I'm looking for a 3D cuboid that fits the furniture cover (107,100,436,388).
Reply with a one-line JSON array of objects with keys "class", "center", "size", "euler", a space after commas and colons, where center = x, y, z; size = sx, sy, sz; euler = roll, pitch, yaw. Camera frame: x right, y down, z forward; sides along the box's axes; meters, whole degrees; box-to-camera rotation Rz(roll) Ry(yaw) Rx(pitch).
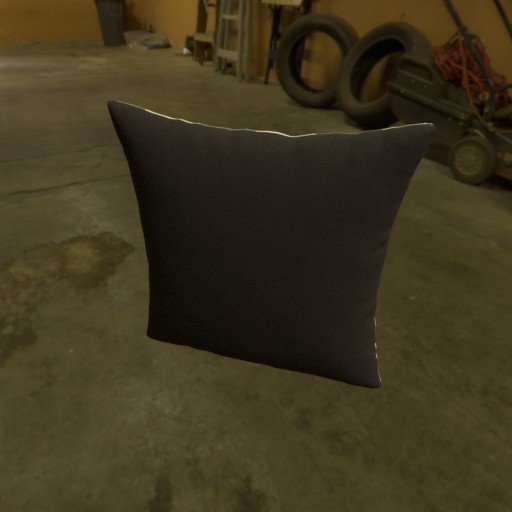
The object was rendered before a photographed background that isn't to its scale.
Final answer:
[{"class": "furniture cover", "center": [0.000, 0.000, 0.795], "size": [0.511, 0.509, 0.161], "euler": [9, 32, 15]}]
